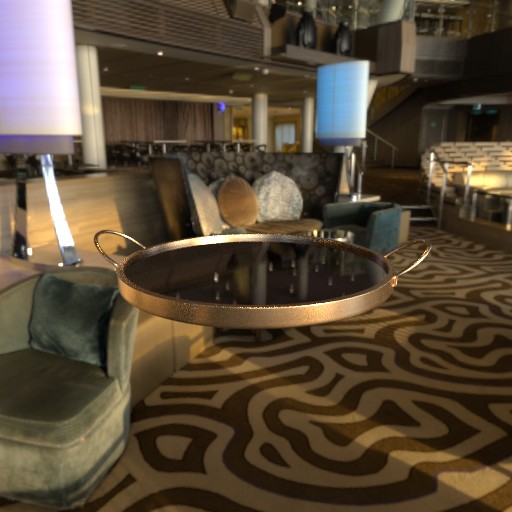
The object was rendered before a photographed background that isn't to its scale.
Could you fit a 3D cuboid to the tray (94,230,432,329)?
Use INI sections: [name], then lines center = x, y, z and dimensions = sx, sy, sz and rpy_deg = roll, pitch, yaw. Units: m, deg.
[tray]
center = 0.000, 0.000, 0.728
dimensions = 0.543, 0.069, 0.438
rpy_deg = 2, 15, 8
